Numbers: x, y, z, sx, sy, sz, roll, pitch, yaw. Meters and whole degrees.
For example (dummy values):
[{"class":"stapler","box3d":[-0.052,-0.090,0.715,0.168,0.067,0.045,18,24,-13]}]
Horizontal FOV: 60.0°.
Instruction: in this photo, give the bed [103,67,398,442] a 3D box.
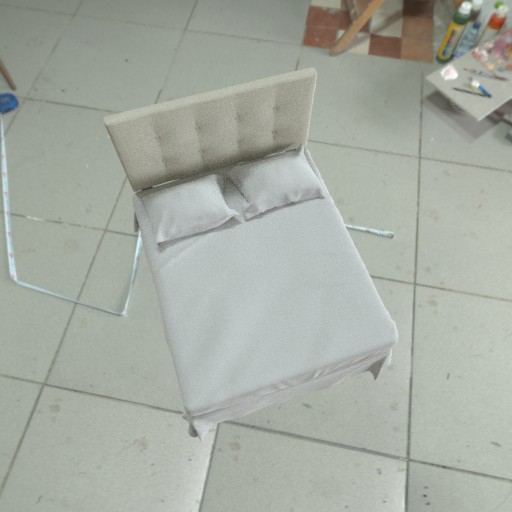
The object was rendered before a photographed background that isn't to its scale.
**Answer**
[{"class":"bed","box3d":[0.000,0.000,3.531,1.936,1.577,2.222,-17,65,-8]}]
